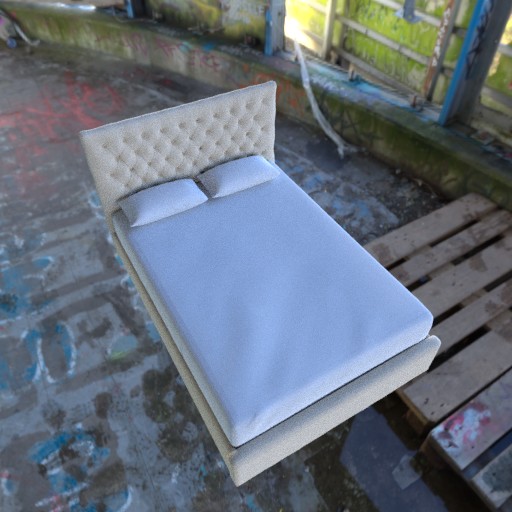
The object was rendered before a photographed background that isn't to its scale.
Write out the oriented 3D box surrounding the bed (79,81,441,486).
[{"bbox_3d":[0.000,0.000,3.361,1.698,1.427,2.387,-23,51,-20],"label":"bed"}]
